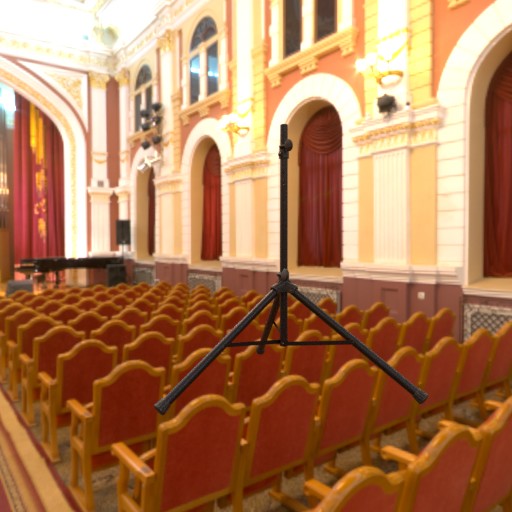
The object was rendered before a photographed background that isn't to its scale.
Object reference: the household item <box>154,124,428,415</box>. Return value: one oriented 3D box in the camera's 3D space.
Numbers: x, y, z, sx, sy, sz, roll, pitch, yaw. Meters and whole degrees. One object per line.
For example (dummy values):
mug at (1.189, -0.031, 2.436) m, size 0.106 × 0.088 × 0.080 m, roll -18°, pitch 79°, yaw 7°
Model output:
household item at (0.000, 0.000, 1.843) m, size 0.907 × 1.136 × 1.045 m, roll -1°, pitch 2°, yaw -36°
